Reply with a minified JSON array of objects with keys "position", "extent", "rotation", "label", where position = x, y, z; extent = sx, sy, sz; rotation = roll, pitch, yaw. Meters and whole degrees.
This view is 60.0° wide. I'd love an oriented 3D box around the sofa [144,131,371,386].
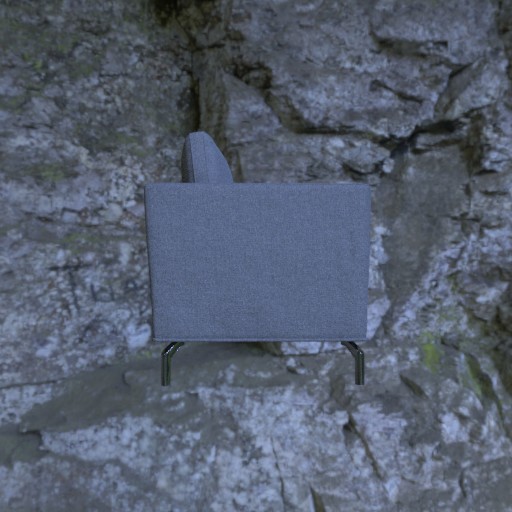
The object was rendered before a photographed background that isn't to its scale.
[{"position":[0.000,0.000,2.726],"extent":[0.869,1.002,2.212],"rotation":[0,-1,-1],"label":"sofa"}]
